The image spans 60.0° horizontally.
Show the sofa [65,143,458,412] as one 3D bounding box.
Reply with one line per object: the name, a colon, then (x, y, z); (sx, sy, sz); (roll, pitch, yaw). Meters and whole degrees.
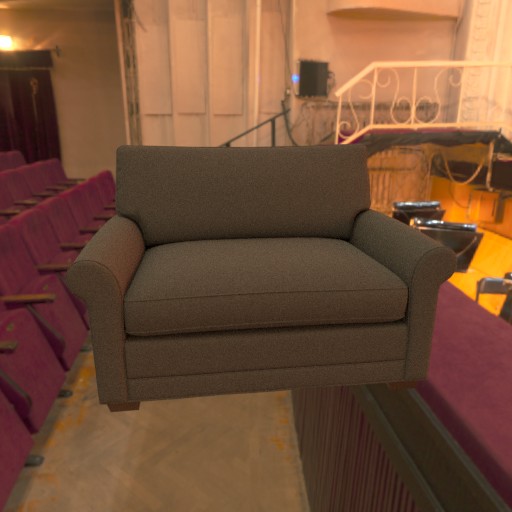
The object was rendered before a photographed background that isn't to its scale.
sofa: (0.000, 0.000, 2.006); (1.410, 0.953, 0.940); (-2, 17, -7)
